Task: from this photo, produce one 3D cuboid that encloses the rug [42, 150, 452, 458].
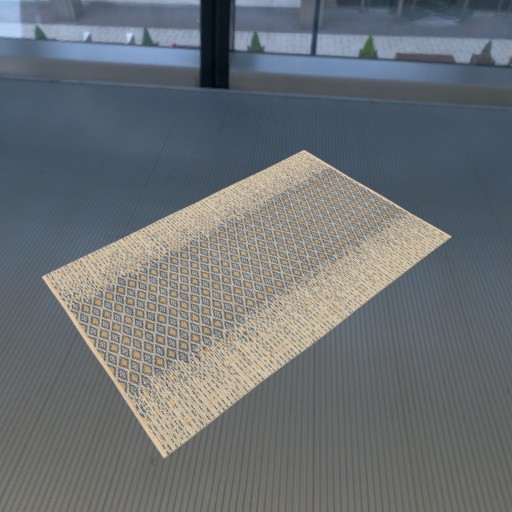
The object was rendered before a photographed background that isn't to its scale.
[{"bbox_3d":[0.000,0.000,3.101,2.448,0.008,1.541,-31,53,-27],"label":"rug"}]
